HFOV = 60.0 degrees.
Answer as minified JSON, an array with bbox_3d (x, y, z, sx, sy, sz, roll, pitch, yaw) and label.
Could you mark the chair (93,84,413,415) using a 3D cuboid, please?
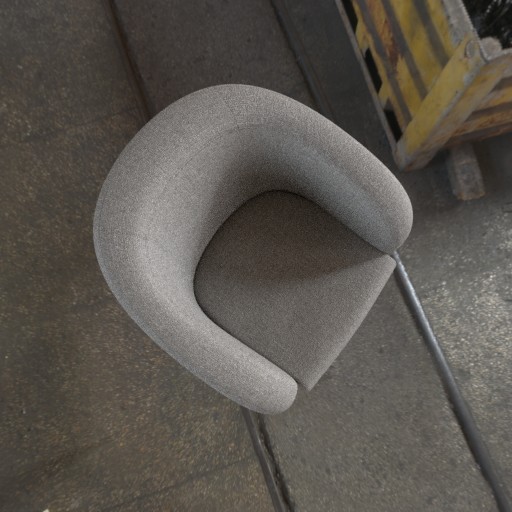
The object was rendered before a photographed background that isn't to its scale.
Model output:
[{"bbox_3d":[0.000,0.000,1.481,0.815,0.771,0.791,36,80,8],"label":"chair"}]
